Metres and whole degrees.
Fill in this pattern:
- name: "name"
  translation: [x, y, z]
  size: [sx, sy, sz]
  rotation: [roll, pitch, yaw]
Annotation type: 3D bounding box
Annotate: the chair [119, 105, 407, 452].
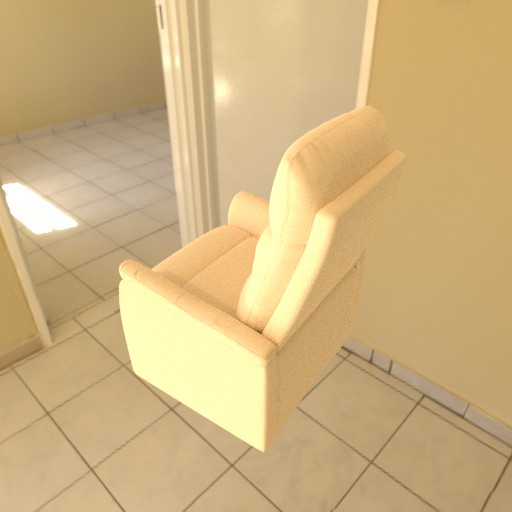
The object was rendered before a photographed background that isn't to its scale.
- name: "chair"
  translation: [0.000, 0.000, 1.659]
  size: [0.831, 1.082, 0.775]
  rotation: [20, 38, 28]
